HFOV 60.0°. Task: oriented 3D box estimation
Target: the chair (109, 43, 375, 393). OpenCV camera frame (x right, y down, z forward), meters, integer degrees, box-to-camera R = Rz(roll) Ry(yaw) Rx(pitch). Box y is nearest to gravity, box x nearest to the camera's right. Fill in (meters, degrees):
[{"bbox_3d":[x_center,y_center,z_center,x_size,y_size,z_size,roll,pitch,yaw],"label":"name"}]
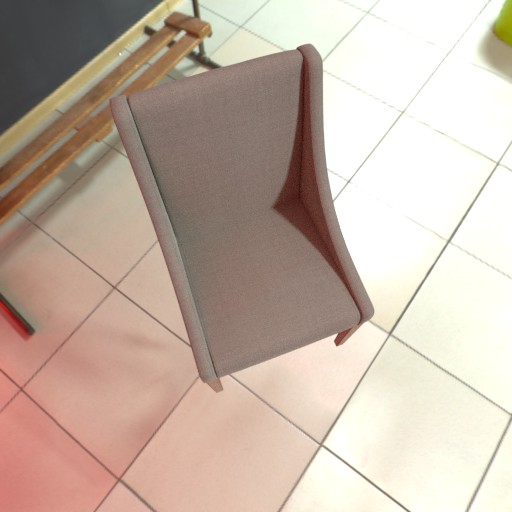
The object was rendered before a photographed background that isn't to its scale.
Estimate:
[{"bbox_3d":[0.000,0.000,1.426,0.575,1.021,0.611,-19,68,-8],"label":"chair"}]
